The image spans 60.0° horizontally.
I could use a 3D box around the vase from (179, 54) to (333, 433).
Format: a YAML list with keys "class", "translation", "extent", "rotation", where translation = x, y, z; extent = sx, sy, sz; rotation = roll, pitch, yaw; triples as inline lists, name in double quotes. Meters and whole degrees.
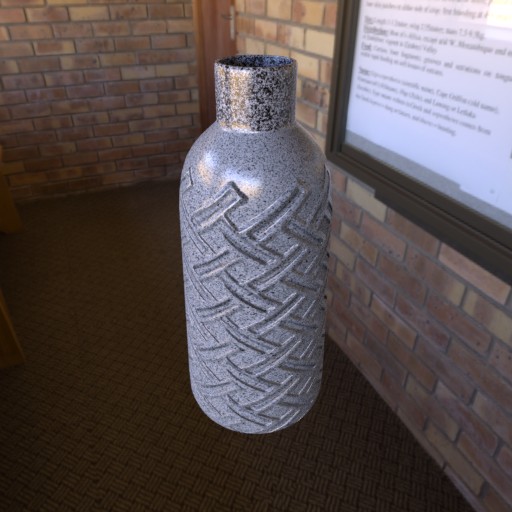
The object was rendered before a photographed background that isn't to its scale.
- class: "vase"
  translation: [0.000, 0.000, 0.346]
  extent: [0.122, 0.282, 0.122]
  rotation: [0, 32, 0]
